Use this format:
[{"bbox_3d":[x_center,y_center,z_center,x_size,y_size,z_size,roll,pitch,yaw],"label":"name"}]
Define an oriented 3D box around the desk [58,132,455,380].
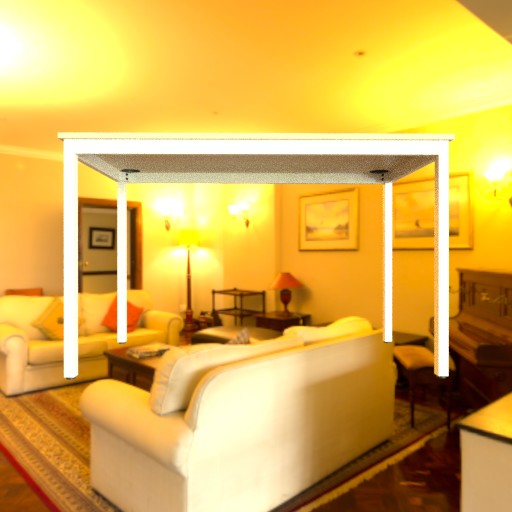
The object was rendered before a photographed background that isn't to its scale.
[{"bbox_3d":[0.000,0.000,1.639,1.200,0.750,0.600,0,0,-1],"label":"desk"}]
